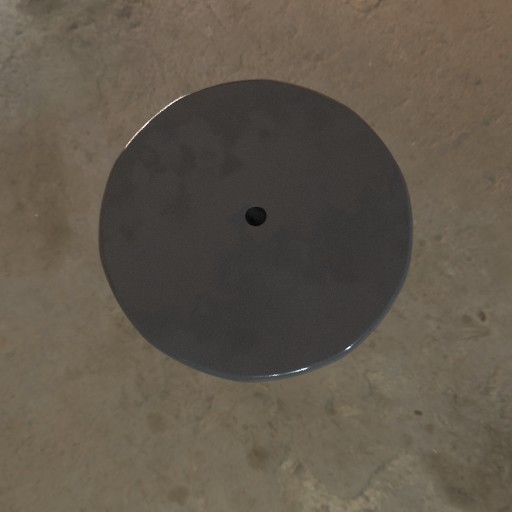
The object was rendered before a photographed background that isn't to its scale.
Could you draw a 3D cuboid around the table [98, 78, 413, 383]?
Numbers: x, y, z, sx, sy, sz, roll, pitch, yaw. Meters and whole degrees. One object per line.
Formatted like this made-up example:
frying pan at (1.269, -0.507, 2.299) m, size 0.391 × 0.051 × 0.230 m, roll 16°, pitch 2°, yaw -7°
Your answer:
table at (0.000, 0.000, 0.669) m, size 0.352 × 0.387 × 0.352 m, roll 0°, pitch 77°, yaw 0°
